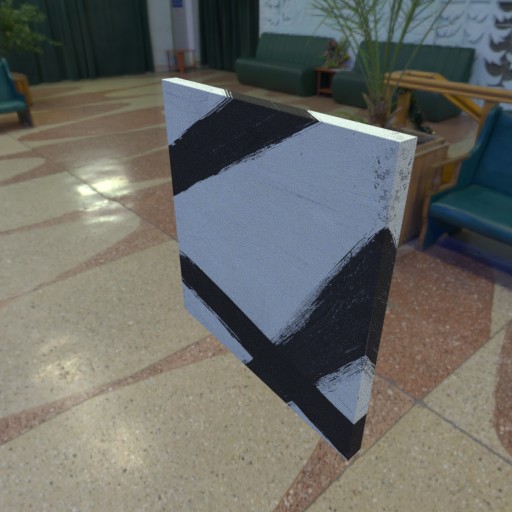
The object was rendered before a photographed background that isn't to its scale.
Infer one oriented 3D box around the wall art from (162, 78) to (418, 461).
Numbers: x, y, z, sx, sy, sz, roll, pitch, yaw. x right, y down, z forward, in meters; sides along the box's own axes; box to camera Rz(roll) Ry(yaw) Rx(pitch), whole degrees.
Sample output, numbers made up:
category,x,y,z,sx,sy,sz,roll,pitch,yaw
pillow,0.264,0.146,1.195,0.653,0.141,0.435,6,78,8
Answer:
category,x,y,z,sx,sy,sz,roll,pitch,yaw
wall art,0.000,0.000,1.135,0.046,0.765,0.765,-22,36,-32
